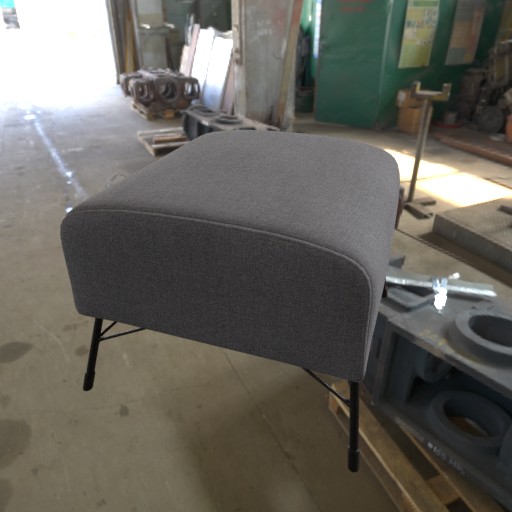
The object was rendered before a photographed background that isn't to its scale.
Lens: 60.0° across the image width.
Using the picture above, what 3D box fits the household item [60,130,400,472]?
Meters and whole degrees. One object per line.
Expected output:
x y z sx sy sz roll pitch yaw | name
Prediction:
0.000 0.000 0.894 0.530 0.410 0.530 10 31 17 | household item
